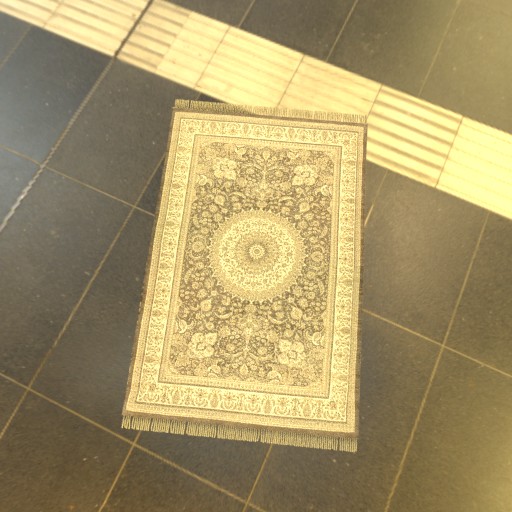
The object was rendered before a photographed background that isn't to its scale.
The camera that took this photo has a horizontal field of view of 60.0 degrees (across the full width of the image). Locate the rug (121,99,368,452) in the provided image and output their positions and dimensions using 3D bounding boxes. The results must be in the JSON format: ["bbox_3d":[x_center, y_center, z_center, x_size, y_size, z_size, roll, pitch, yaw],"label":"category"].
[{"bbox_3d":[0.000,0.000,4.409,2.143,0.015,3.422,5,74,1],"label":"rug"}]
